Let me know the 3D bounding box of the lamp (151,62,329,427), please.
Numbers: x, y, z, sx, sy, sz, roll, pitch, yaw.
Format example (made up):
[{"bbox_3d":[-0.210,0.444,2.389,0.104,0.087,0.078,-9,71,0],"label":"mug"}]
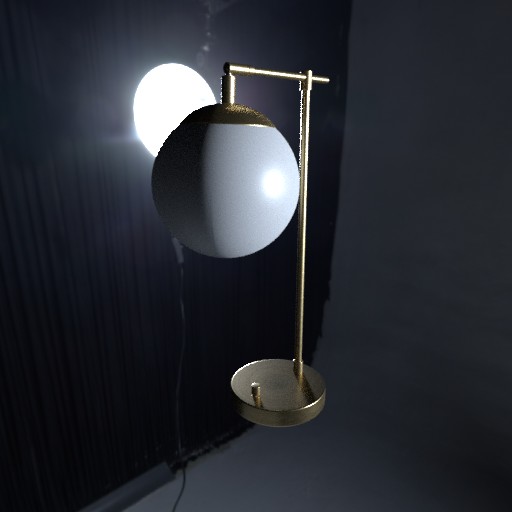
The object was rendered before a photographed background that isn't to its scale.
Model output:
[{"bbox_3d":[0.000,0.000,0.697,0.324,0.559,0.207,-15,21,-42],"label":"lamp"}]
